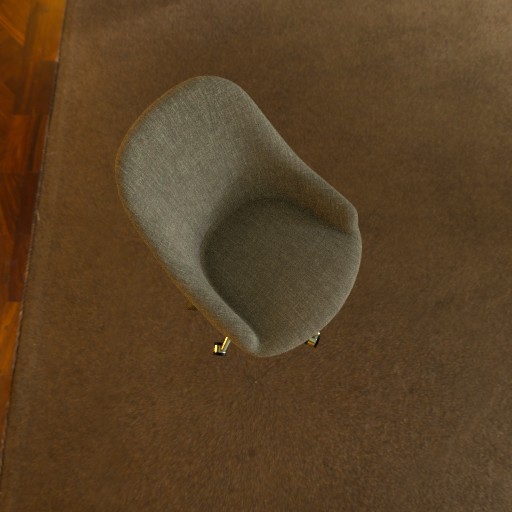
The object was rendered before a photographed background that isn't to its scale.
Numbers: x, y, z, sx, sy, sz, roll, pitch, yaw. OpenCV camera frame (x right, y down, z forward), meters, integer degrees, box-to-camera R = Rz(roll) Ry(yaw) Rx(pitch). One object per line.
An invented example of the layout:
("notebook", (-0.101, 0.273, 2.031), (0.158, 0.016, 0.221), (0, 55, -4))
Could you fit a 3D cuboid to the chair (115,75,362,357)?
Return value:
("chair", (0.000, 0.000, 1.450), (0.712, 0.950, 0.671), (39, 78, 10))
